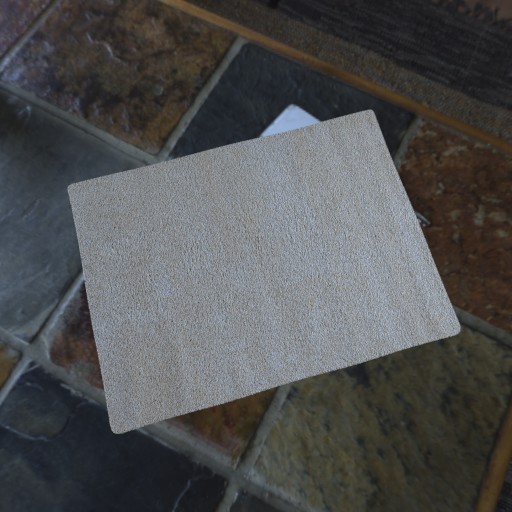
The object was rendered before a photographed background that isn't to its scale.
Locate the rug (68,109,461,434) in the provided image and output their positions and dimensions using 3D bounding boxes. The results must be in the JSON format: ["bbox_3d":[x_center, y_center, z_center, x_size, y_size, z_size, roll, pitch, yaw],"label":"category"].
[{"bbox_3d":[0.000,0.000,2.099,1.600,0.025,1.199,-15,75,-4],"label":"rug"}]
